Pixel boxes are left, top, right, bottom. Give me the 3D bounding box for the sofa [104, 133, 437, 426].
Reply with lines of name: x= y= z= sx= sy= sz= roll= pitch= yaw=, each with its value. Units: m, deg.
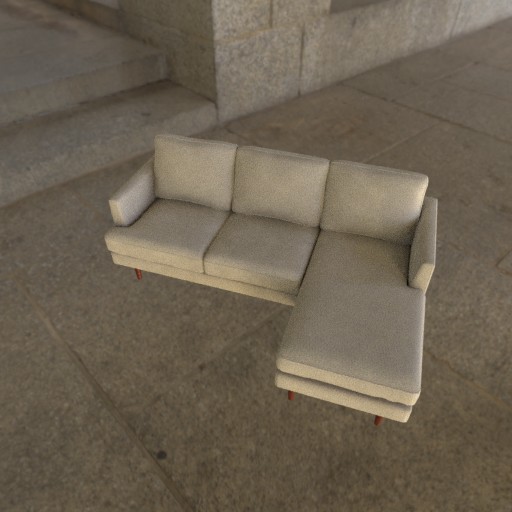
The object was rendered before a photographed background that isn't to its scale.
sofa: x=0.000 y=0.000 z=3.007 sx=2.233 sy=0.956 sz=1.504 roll=12 pitch=43 yaw=14
